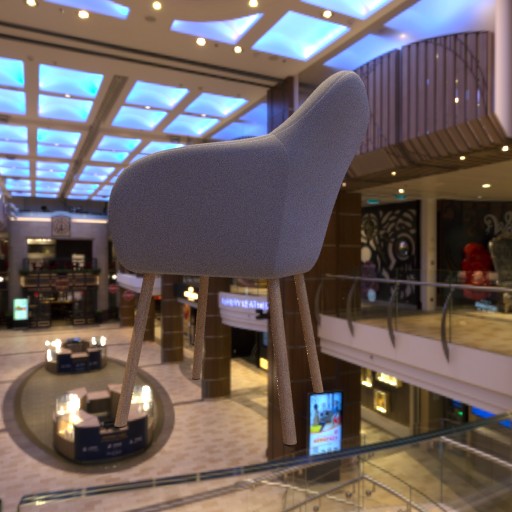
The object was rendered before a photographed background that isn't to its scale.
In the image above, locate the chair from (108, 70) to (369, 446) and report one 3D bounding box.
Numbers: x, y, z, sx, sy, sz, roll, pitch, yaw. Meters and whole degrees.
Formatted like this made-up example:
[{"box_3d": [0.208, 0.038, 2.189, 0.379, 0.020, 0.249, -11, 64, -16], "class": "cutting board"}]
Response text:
[{"box_3d": [0.000, 0.000, 1.203, 0.590, 0.830, 0.570, 0, 0, 17], "class": "chair"}]
